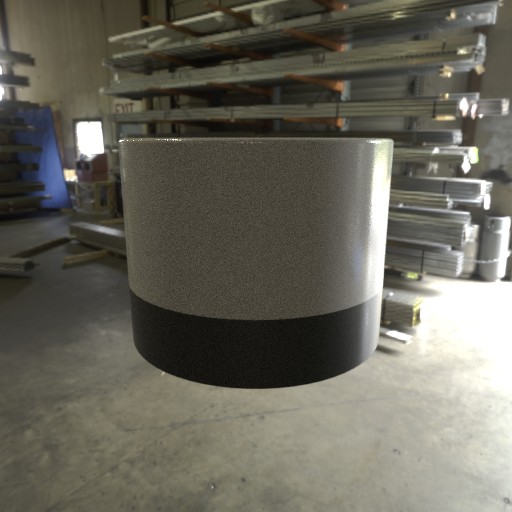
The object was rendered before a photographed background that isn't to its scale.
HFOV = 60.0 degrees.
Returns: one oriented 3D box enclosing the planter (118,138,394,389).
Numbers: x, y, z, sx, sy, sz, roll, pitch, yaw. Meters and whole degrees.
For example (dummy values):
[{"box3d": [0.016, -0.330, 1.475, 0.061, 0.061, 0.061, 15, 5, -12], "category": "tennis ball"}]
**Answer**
[{"box3d": [0.000, 0.000, 0.346, 0.193, 0.177, 0.193, 0, 15, 0], "category": "planter"}]
